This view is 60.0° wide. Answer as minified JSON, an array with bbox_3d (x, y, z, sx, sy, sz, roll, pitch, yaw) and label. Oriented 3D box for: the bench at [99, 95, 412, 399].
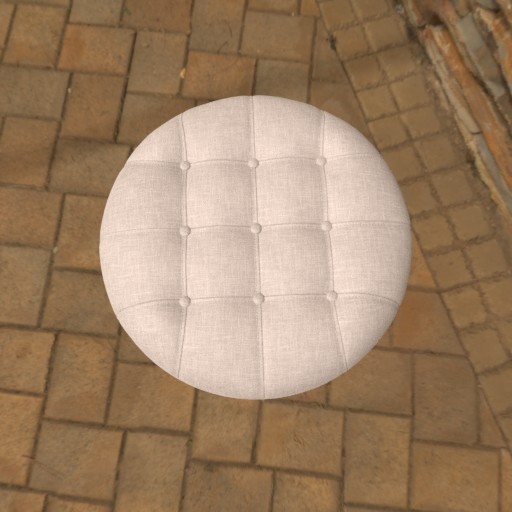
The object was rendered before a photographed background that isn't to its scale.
[{"bbox_3d":[0.000,0.000,1.002,0.600,0.453,0.600,0,76,0],"label":"bench"}]
